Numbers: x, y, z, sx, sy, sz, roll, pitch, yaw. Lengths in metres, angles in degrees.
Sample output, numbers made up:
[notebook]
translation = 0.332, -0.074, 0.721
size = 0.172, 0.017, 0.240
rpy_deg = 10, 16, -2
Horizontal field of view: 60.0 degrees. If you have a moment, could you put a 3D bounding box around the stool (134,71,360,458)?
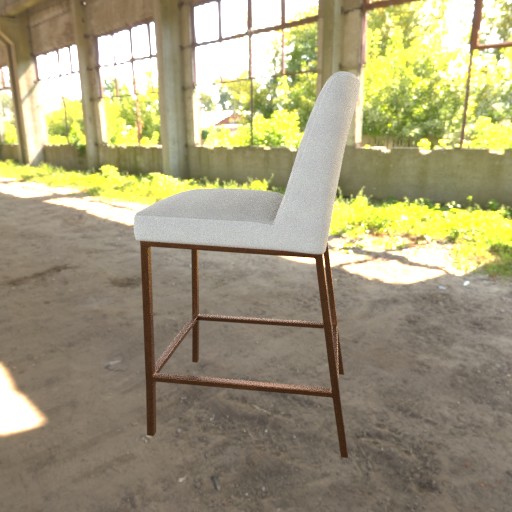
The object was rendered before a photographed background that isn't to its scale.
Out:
[stool]
translation = 0.000, 0.000, 1.321
size = 0.576, 0.973, 0.507
rpy_deg = 2, 15, 9
